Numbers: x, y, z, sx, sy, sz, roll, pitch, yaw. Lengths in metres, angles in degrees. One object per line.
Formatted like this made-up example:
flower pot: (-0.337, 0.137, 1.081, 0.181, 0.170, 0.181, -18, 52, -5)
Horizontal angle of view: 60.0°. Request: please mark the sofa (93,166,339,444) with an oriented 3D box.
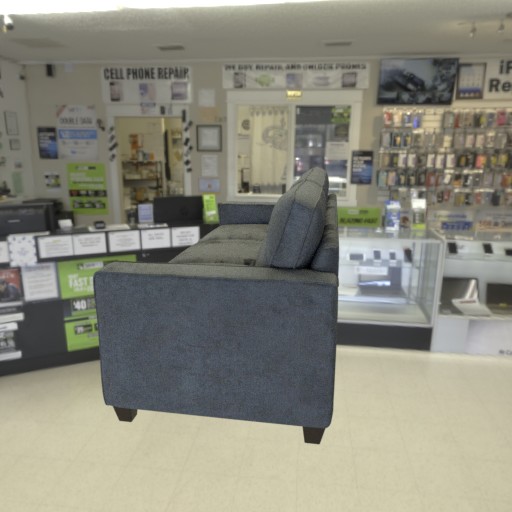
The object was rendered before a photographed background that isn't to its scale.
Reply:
sofa: (0.000, 0.000, 2.635, 0.939, 0.965, 2.133, 2, 14, 9)
